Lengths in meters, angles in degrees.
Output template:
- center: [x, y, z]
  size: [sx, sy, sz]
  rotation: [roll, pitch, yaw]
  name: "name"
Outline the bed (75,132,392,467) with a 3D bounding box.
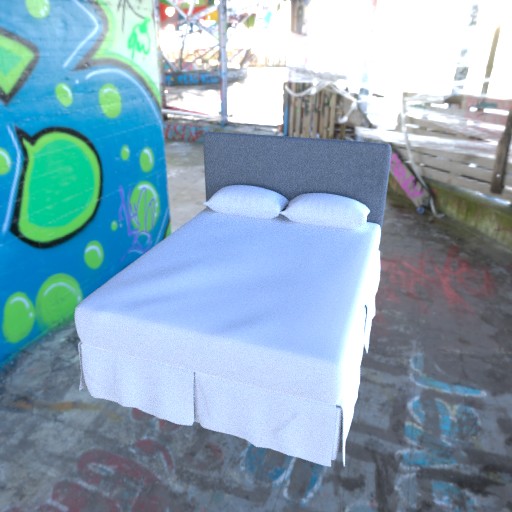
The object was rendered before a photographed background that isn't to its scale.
- center: [0.000, 0.000, 3.203]
  size: [1.723, 1.330, 2.142]
  rotation: [9, 27, 17]
  name: "bed"
